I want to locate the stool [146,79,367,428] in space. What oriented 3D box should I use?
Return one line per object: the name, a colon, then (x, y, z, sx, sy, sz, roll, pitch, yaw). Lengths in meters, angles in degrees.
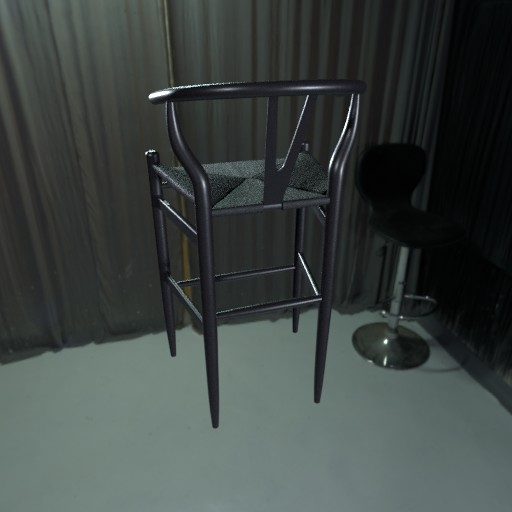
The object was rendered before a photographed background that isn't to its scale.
stool: (0.000, 0.000, 1.386, 0.569, 1.072, 0.579, -8, 28, -16)
